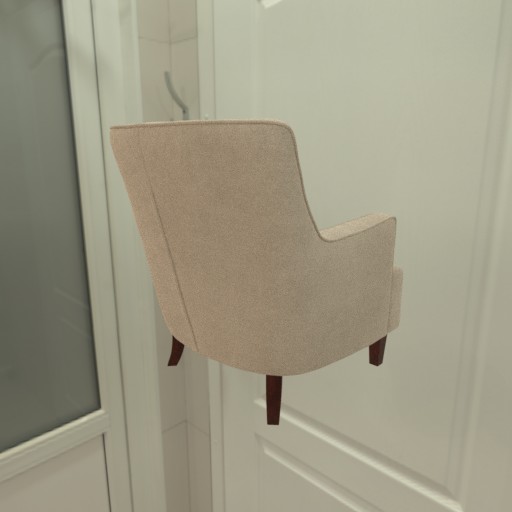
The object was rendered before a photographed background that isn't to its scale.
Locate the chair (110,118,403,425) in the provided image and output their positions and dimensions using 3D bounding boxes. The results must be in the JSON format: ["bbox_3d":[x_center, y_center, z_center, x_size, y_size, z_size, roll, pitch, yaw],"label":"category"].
[{"bbox_3d":[0.000,0.000,1.626,0.781,0.920,0.910,13,19,43],"label":"chair"}]
